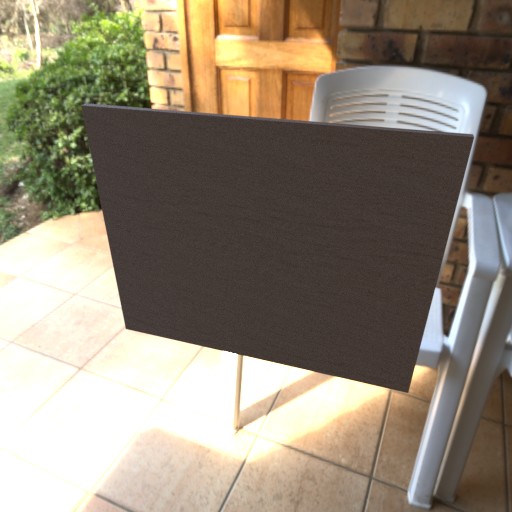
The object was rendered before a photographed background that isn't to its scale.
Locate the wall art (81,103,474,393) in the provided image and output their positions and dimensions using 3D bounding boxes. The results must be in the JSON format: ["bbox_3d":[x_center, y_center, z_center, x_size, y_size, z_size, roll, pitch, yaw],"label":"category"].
[{"bbox_3d":[0.000,0.000,0.664,0.508,0.406,0.013,9,33,15],"label":"wall art"}]
